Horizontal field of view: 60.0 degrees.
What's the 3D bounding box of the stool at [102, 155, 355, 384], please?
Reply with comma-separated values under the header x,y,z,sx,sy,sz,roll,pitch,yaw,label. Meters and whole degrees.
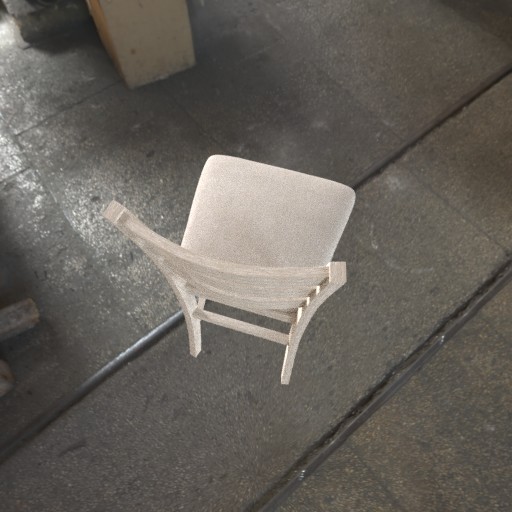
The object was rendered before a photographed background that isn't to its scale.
x,y,z,sx,sy,sz,roll,pitch,yaw,label
0.000,0.000,1.328,0.484,1.032,0.569,15,64,7,stool
